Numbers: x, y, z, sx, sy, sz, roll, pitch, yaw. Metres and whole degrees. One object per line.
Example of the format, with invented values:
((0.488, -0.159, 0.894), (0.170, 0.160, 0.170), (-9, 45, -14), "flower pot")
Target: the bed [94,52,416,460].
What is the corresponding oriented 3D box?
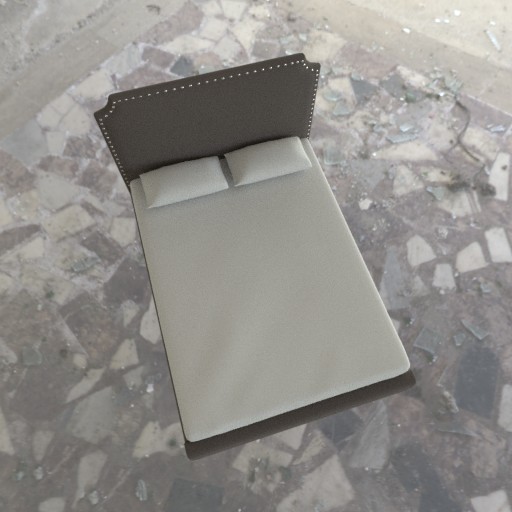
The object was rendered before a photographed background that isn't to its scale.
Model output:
((0.000, 0.000, 3.305), (1.713, 1.443, 2.372), (-15, 65, -7), "bed")
